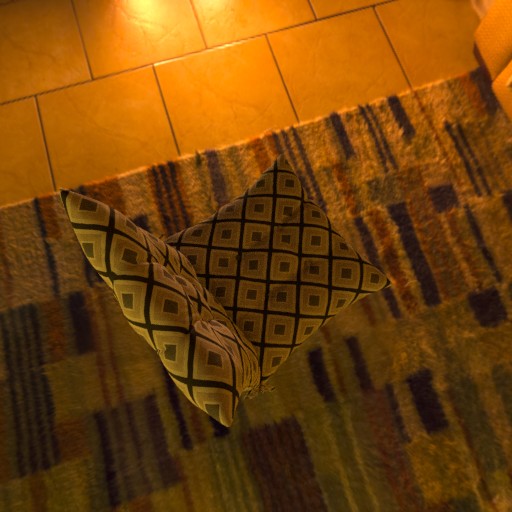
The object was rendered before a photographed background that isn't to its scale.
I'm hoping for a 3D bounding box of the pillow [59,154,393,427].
[{"bbox_3d":[0.000,0.000,1.028,0.585,0.536,0.541,-36,78,-9],"label":"pillow"}]
